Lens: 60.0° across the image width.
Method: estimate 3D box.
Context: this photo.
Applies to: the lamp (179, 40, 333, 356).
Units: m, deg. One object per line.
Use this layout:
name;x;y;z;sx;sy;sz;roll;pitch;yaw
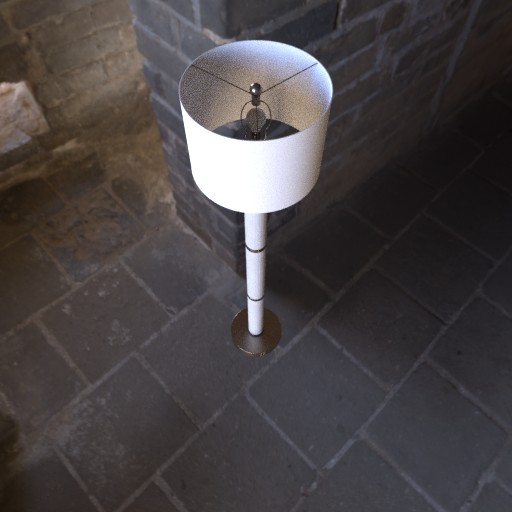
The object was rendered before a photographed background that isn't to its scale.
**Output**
lamp;0.000;0.000;1.755;0.377;1.599;0.377;-1;59;-1
